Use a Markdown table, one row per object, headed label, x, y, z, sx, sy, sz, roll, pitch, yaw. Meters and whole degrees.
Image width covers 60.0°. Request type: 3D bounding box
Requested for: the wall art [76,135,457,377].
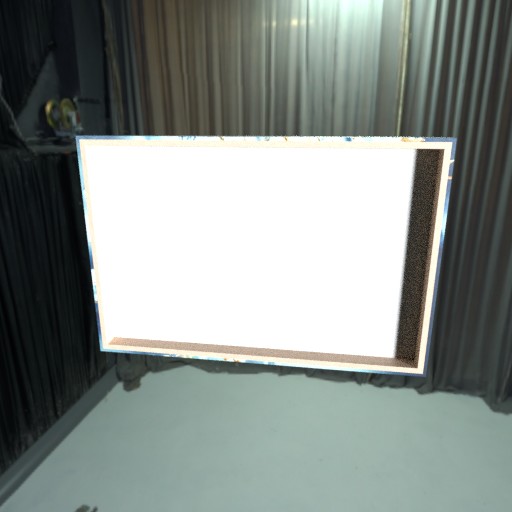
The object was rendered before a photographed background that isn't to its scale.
| label | x | y | z | sx | sy | sz | roll | pitch | yaw |
| --- | --- | --- | --- | --- | --- | --- | --- | --- | --- |
| wall art | 0.000 | 0.000 | 0.778 | 0.607 | 0.405 | 0.036 | 3 | 17 | 8 |
